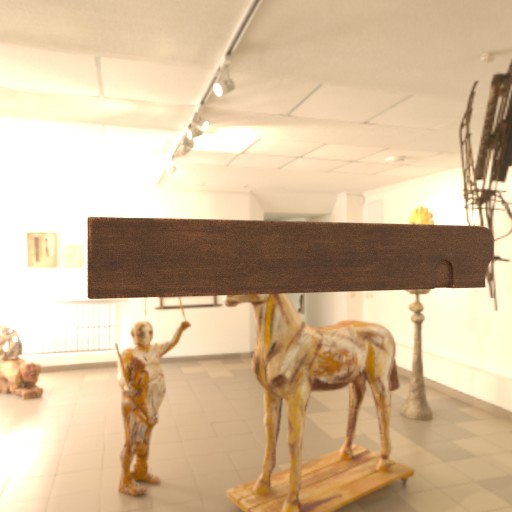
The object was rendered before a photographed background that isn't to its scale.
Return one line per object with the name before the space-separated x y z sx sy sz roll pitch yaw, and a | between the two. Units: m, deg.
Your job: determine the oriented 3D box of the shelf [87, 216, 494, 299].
shelf | 0.000 0.000 0.460 0.310 0.050 0.310 0 0 -17
